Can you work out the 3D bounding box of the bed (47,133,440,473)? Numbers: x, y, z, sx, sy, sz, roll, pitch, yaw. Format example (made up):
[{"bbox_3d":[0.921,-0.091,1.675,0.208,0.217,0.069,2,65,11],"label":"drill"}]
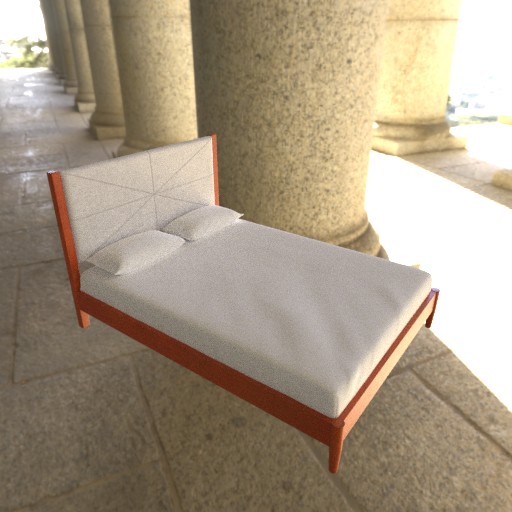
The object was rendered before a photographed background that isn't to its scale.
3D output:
[{"bbox_3d":[0.000,0.000,3.027,2.117,1.165,1.566,18,32,32],"label":"bed"}]
